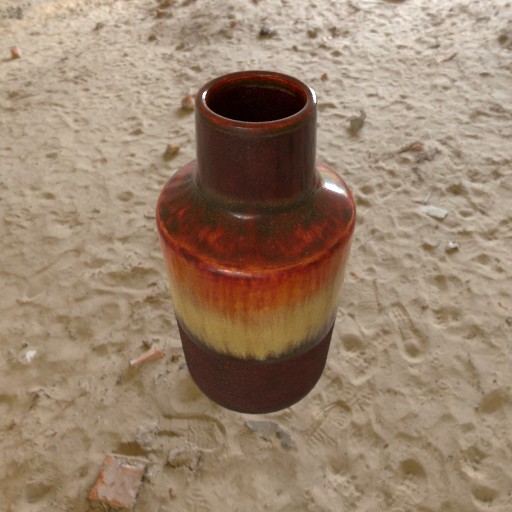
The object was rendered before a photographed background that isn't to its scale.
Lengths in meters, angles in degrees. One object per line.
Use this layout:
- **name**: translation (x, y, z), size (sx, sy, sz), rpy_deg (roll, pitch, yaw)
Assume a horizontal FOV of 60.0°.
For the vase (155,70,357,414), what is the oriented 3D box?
- **vase**: translation (0.000, 0.000, 0.267), size (0.108, 0.204, 0.108), rpy_deg (0, 46, 0)
